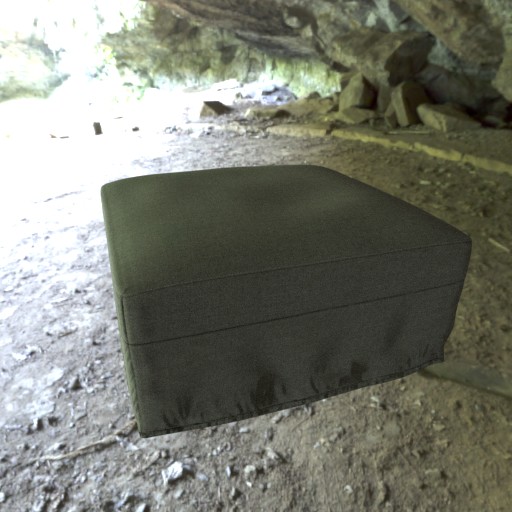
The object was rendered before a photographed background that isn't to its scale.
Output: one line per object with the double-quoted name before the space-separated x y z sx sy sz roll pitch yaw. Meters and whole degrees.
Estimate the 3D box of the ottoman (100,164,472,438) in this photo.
"ottoman" 0.000 0.000 1.336 0.840 0.436 0.843 -8 26 -18
